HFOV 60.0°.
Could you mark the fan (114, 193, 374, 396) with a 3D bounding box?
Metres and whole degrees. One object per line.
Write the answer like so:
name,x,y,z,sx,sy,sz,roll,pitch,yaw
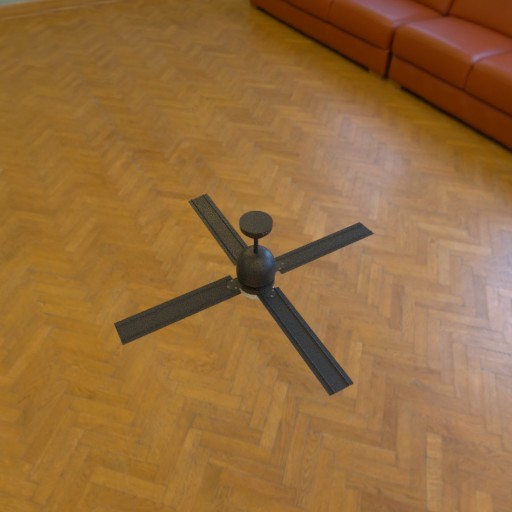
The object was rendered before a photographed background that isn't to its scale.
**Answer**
fan,0.000,0.000,1.973,1.319,0.410,1.319,-24,51,-21
